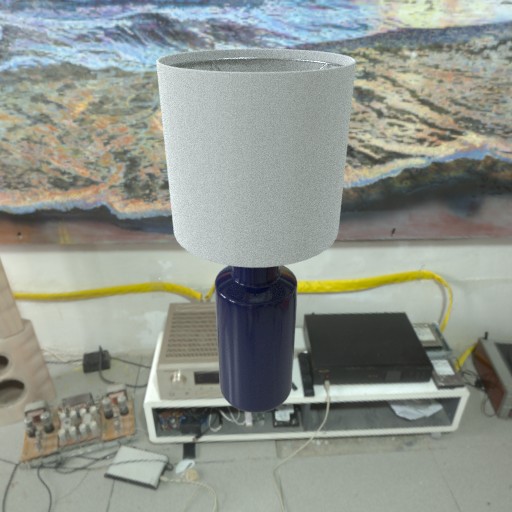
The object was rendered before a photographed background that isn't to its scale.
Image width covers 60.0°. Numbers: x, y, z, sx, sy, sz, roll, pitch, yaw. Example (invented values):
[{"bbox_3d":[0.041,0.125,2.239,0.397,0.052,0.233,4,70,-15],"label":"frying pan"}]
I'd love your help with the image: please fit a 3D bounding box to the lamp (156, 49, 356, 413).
[{"bbox_3d":[0.000,0.000,0.602,0.212,0.493,0.212,-18,35,-28],"label":"lamp"}]
